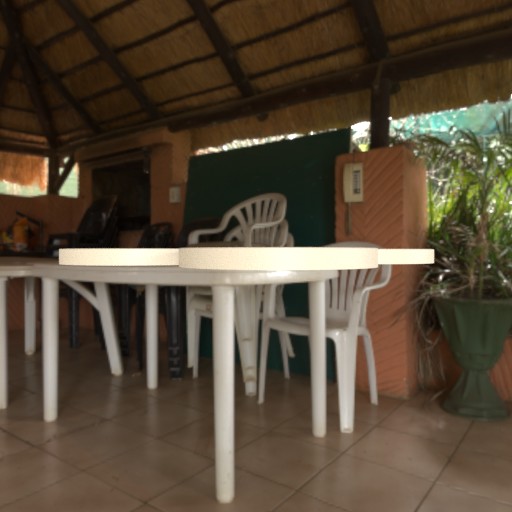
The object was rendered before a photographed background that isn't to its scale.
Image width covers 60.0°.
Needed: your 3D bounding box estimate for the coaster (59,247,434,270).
[{"bbox_3d":[0.000,0.000,0.326,0.220,0.010,0.224,0,1,36],"label":"coaster"}]
